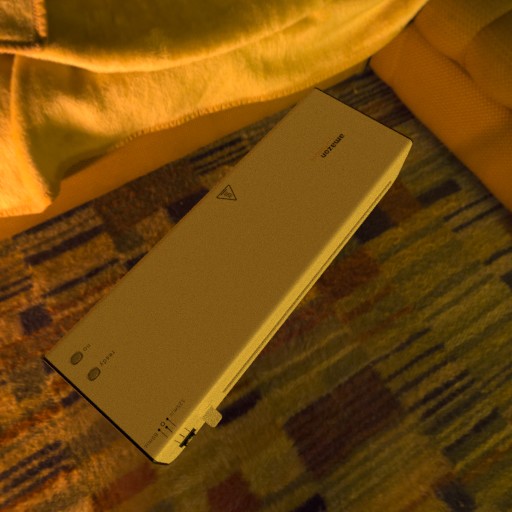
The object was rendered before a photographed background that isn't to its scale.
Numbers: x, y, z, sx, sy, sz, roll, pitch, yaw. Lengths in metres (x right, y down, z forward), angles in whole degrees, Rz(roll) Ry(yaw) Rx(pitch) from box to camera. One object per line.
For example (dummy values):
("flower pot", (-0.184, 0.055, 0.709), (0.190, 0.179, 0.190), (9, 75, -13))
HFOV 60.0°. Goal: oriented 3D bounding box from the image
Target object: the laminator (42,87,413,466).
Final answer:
("laminator", (0.000, 0.000, 0.385), (0.123, 0.062, 0.340), (35, 68, 16))
